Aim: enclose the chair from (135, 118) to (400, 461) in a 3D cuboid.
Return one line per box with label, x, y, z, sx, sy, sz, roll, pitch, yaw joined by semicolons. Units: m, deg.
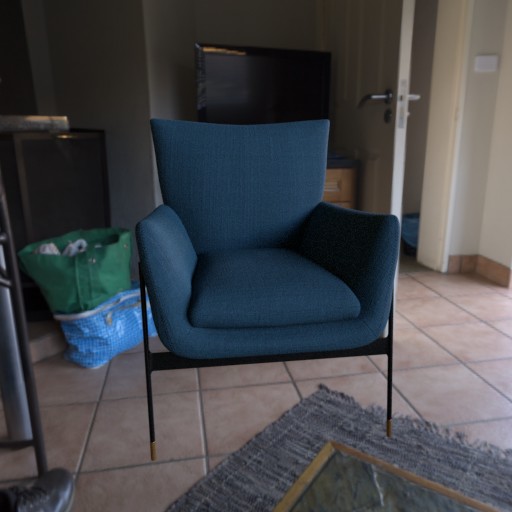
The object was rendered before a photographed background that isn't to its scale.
chair;0.000;0.000;1.402;0.678;0.859;0.769;-2;15;-8
